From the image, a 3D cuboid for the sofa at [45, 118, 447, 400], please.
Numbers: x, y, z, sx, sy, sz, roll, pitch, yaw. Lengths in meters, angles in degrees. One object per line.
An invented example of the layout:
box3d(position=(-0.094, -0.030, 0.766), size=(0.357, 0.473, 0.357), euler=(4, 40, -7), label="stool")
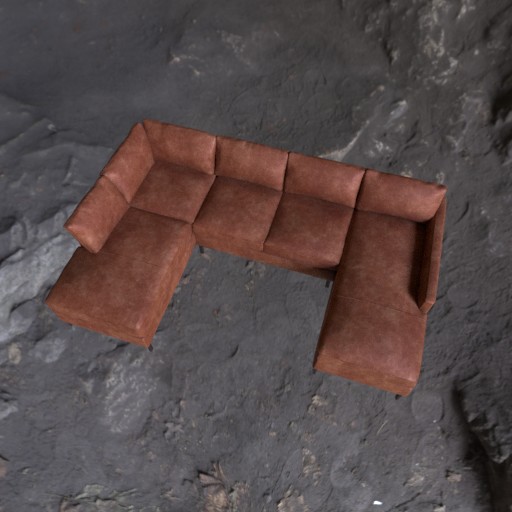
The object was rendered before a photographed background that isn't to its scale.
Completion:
box3d(position=(0.000, 0.000, 3.823), size=(2.956, 0.900, 1.939), euler=(15, 59, 9), label="sofa")
